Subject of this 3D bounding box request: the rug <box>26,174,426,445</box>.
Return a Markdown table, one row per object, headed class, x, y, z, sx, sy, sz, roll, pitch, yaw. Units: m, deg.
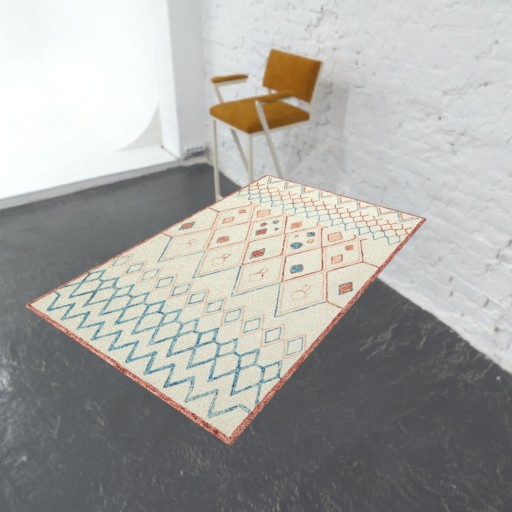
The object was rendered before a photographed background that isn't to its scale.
| class | x | y | z | sx | sy | sz | roll | pitch | yaw |
| --- | --- | --- | --- | --- | --- | --- | --- | --- | --- |
| rug | 0.000 | 0.000 | 3.015 | 1.524 | 0.015 | 2.438 | 22 | 38 | 30 |
